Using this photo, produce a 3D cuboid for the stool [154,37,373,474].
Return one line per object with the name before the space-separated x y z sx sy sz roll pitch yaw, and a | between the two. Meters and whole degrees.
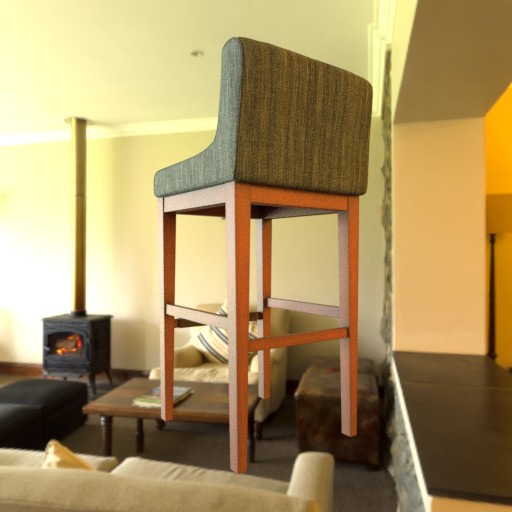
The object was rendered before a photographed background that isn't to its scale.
stool | 0.000 0.000 1.249 0.426 0.965 0.499 0 0 -35
